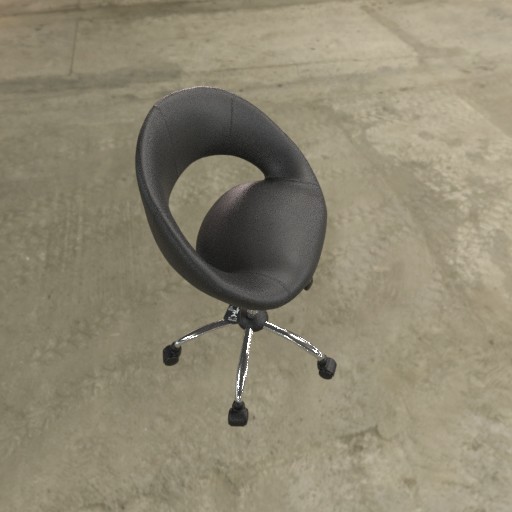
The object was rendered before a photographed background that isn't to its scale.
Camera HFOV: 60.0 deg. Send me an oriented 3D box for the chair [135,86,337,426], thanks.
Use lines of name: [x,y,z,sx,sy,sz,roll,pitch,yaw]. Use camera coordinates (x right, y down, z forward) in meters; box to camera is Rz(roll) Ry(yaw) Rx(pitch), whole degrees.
chair: [0.000,0.000,1.178,0.538,0.791,0.612,11,47,10]
